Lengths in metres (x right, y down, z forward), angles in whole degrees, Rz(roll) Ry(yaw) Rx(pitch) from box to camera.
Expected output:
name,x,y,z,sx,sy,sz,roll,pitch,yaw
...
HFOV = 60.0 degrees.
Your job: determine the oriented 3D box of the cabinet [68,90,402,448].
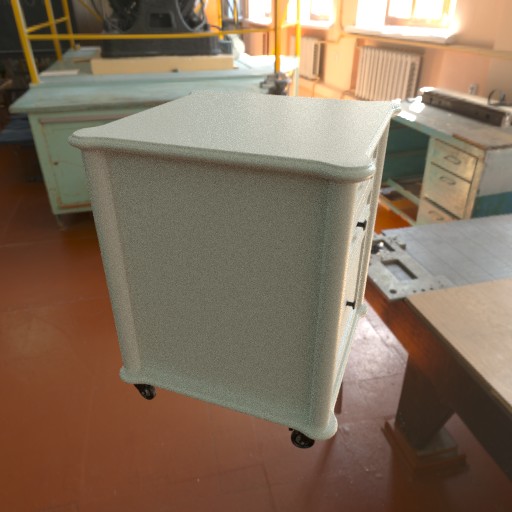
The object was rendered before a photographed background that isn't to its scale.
name,x,y,z,sx,sy,sz,roll,pitch,yaw
cabinet,0.000,0.000,1.236,0.627,0.761,0.628,11,31,18
